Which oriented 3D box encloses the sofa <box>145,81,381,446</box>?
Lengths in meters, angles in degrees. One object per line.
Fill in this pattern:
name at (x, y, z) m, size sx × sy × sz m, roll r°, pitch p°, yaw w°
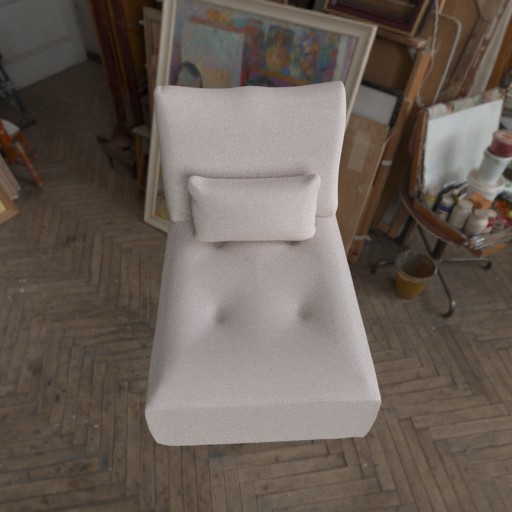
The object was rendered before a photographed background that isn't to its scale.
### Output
sofa at (0.000, 0.000, 1.541) m, size 0.700 × 0.820 × 1.000 m, roll -2°, pitch 47°, yaw -2°
